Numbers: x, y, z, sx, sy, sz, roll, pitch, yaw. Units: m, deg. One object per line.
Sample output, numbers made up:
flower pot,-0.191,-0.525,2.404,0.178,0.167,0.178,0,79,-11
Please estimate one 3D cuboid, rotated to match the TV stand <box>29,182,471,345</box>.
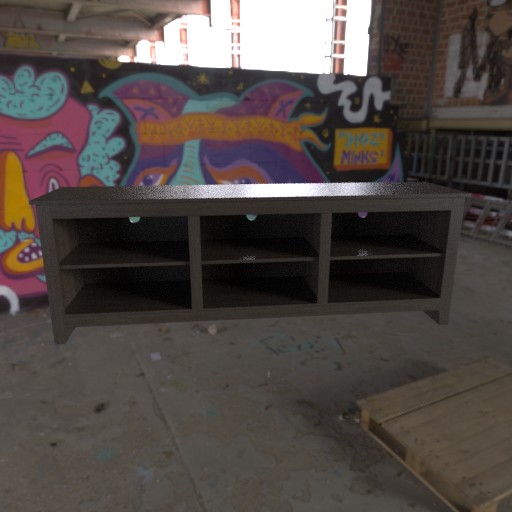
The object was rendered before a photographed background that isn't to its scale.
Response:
TV stand,0.000,0.000,2.052,1.778,0.610,0.406,-2,17,-6
